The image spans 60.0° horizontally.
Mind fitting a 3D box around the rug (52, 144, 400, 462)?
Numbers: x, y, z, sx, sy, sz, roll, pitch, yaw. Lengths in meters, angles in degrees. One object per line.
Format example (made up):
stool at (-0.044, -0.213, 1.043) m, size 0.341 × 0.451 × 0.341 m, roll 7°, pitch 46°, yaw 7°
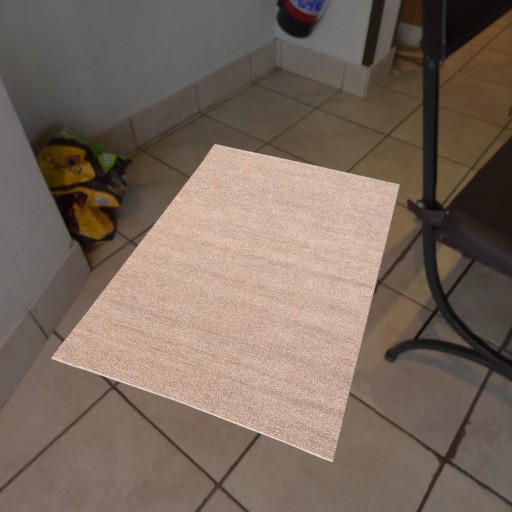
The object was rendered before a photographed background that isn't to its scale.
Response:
rug at (0.000, 0.000, 3.018) m, size 1.624 × 0.030 × 2.264 m, roll 15°, pitch 49°, yaw 14°
